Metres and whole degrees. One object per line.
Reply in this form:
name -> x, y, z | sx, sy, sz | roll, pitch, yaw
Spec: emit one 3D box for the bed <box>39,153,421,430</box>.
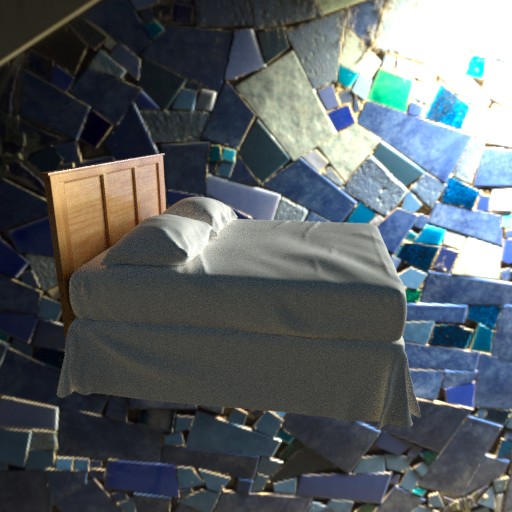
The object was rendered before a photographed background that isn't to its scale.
bed -> 0.000, 0.000, 3.082 | 2.035, 1.273, 1.870 | 3, 17, 9
